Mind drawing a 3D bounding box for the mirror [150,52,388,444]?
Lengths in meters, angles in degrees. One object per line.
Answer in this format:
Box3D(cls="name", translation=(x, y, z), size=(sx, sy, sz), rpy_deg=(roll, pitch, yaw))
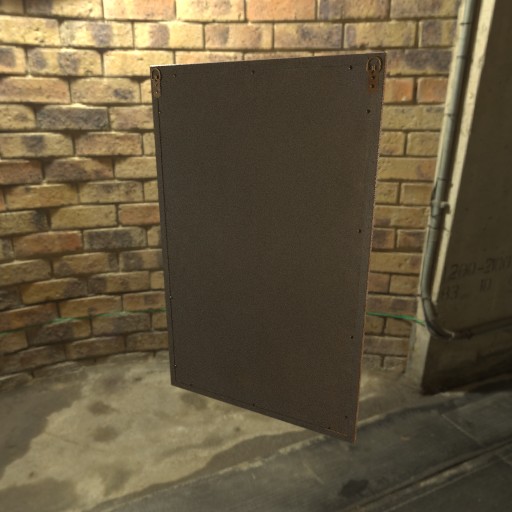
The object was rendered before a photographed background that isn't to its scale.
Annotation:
Box3D(cls="mirror", translation=(0.000, 0.000, 0.969), size=(0.495, 0.787, 0.058), rpy_deg=(9, 20, 25))
